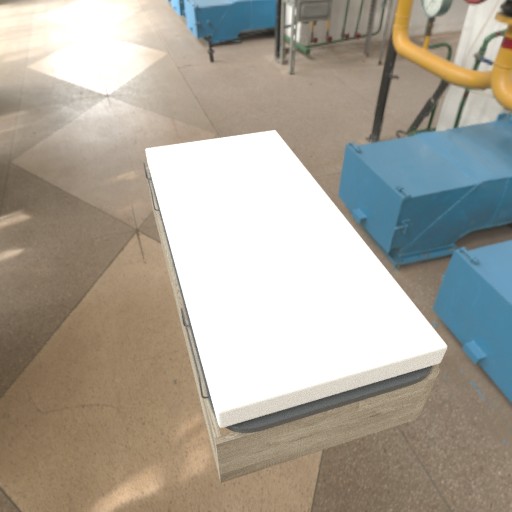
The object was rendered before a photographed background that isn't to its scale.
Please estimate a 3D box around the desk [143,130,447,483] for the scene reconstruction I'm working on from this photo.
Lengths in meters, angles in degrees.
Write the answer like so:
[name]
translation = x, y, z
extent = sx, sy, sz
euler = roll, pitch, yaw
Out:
[desk]
translation = 0.000, 0.000, 2.294
extent = 0.900, 0.455, 1.900
euler = -12, 42, -13
